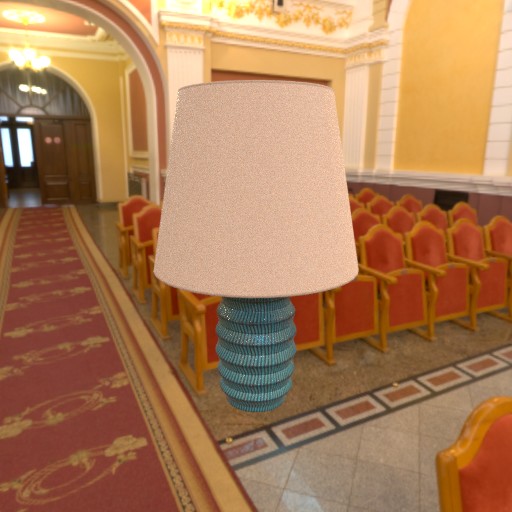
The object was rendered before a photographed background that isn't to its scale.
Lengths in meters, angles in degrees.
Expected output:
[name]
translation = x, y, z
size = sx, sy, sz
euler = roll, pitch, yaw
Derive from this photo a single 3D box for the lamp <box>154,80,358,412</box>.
[lamp]
translation = 0.000, 0.000, 0.561
size = 0.254, 0.392, 0.254
euler = 0, 13, 0
